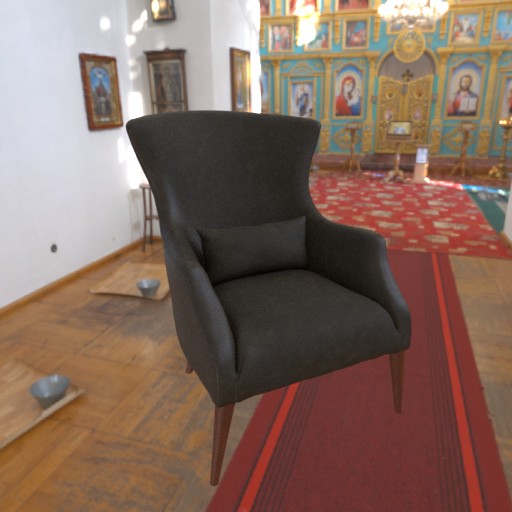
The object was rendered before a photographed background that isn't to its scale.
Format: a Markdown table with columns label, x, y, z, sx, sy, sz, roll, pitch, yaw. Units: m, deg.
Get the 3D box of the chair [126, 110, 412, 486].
| label | x | y | z | sx | sy | sz | roll | pitch | yaw |
| --- | --- | --- | --- | --- | --- | --- | --- | --- | --- |
| chair | 0.000 | 0.000 | 1.697 | 0.819 | 1.068 | 0.954 | -9 | 20 | -26 |
